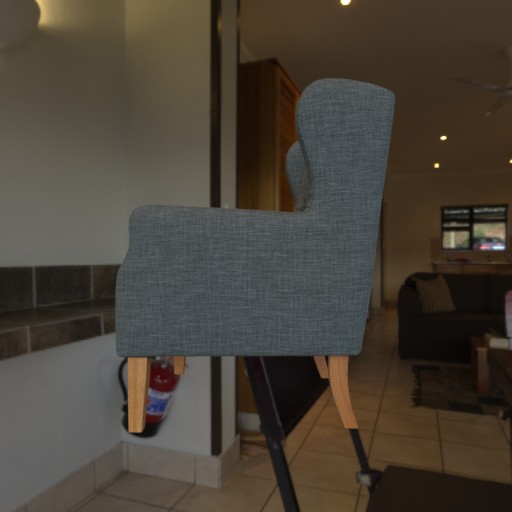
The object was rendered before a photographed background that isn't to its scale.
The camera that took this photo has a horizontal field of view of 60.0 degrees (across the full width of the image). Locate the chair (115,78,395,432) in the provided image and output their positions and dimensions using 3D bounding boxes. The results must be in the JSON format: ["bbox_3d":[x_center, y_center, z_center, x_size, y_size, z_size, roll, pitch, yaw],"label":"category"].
[{"bbox_3d":[0.000,0.000,1.503,0.775,0.953,0.711,0,0,1],"label":"chair"}]
